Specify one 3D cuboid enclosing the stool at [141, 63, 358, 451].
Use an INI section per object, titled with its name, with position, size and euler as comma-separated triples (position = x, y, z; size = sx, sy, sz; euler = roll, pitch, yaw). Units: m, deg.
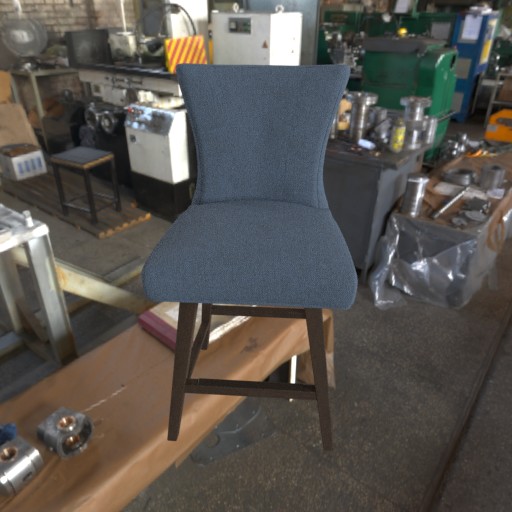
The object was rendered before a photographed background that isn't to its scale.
[stool]
position = 0.000, 0.000, 1.308
size = 0.514, 1.000, 0.574
euler = 2, 30, 4
